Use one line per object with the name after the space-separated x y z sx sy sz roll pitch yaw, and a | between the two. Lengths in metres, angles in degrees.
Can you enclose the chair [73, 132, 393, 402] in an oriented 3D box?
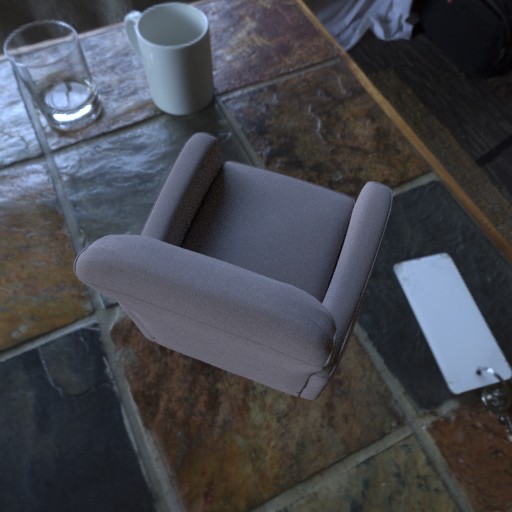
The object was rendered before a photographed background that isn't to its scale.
0.000 0.000 1.649 0.845 1.023 0.859 18 65 9 | chair
